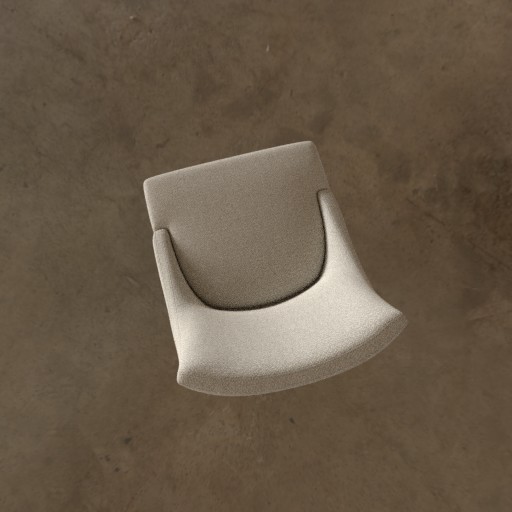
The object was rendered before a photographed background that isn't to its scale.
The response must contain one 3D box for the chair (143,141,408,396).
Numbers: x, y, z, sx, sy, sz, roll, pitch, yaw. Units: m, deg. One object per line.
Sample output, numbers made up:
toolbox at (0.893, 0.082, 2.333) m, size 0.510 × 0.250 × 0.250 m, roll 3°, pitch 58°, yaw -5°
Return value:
chair at (0.000, 0.000, 1.530) m, size 0.701 × 0.909 × 0.861 m, roll -14°, pitch 76°, yaw -4°
